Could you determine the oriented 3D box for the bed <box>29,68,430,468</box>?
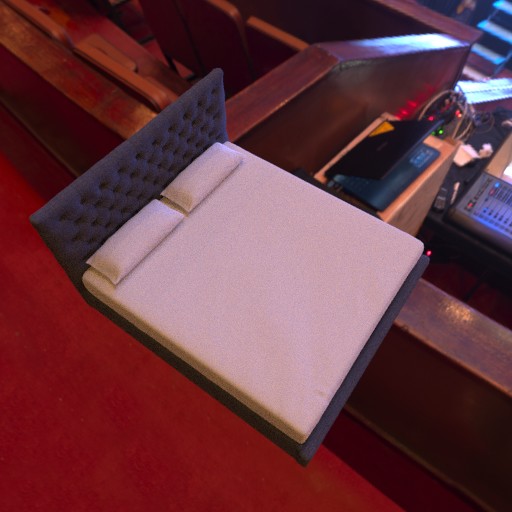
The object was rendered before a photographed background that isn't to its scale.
[{"bbox_3d":[0.000,0.000,3.657,2.387,1.427,2.078,31,63,18],"label":"bed"}]
